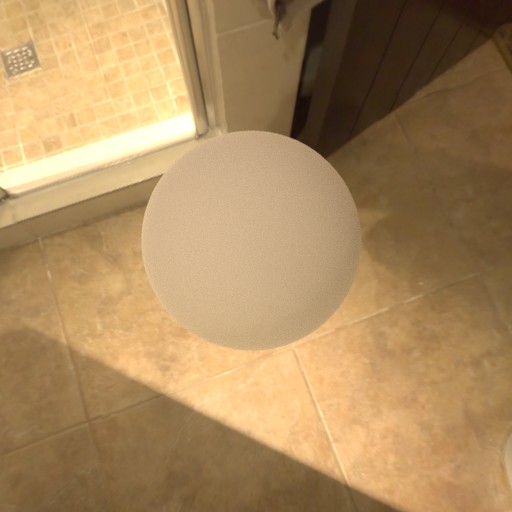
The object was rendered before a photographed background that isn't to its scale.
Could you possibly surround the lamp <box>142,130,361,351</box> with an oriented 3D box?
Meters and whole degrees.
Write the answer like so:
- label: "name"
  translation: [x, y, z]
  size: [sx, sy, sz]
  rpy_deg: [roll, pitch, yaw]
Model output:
- label: "lamp"
  translation: [0.000, 0.000, 0.347]
  size: [0.141, 0.250, 0.152]
  rpy_deg: [32, 78, 8]
